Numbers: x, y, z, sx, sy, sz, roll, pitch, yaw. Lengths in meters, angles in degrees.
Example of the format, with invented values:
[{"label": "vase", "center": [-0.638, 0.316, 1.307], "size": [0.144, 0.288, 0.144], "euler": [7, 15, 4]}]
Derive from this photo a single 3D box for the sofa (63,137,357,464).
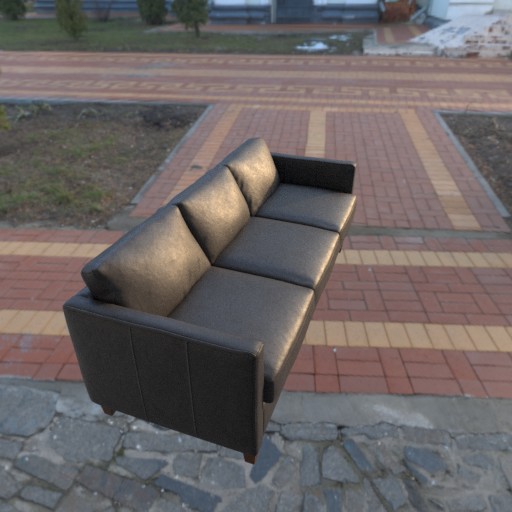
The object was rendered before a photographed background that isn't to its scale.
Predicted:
[{"label": "sofa", "center": [0.000, 0.000, 3.041], "size": [1.045, 1.006, 2.464], "euler": [11, 33, 17]}]
